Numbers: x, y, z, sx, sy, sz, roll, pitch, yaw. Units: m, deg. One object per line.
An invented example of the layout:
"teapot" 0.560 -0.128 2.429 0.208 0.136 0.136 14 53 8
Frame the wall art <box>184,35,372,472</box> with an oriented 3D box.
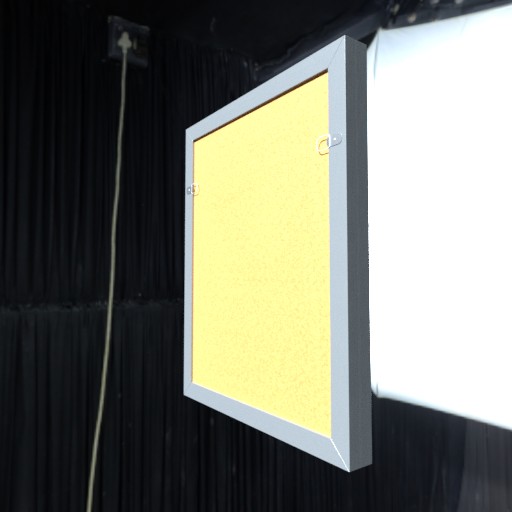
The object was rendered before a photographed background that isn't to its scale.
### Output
"wall art" 0.000 0.000 0.516 0.030 0.379 0.308 2 -4 -36
